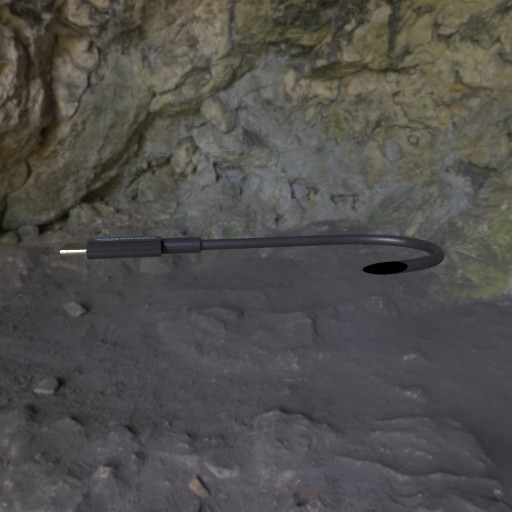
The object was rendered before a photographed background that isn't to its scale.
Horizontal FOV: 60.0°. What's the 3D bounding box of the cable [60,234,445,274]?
[{"bbox_3d":[0.000,0.000,0.111,0.098,0.005,0.041,-2,14,-8],"label":"cable"}]
